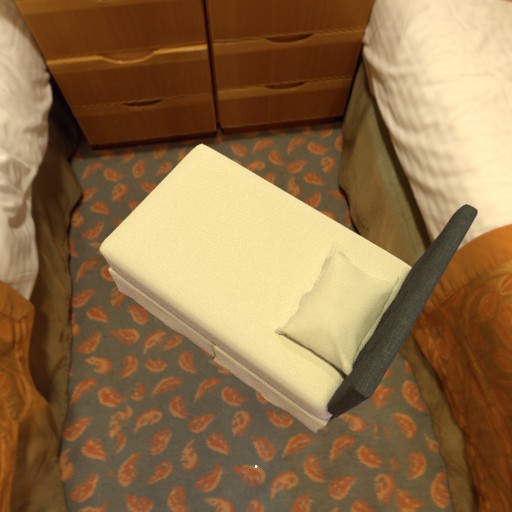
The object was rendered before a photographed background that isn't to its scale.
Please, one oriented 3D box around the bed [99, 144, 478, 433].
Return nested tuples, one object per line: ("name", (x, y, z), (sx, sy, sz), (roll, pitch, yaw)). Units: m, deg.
("bed", (0.000, 0.000, 2.983), (1.997, 1.571, 1.261), (33, 69, 14))
